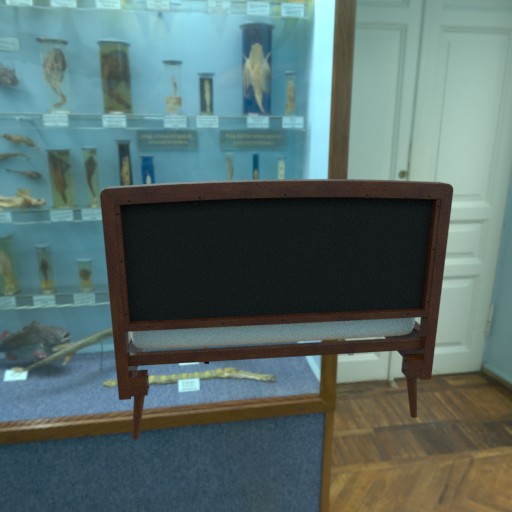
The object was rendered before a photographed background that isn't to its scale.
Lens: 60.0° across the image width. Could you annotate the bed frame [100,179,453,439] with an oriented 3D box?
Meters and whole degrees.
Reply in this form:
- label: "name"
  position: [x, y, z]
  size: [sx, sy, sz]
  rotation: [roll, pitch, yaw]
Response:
- label: "bed frame"
  position: [0.000, 0.000, 3.154]
  size: [1.587, 1.279, 2.171]
  rotation: [-2, 16, -7]
